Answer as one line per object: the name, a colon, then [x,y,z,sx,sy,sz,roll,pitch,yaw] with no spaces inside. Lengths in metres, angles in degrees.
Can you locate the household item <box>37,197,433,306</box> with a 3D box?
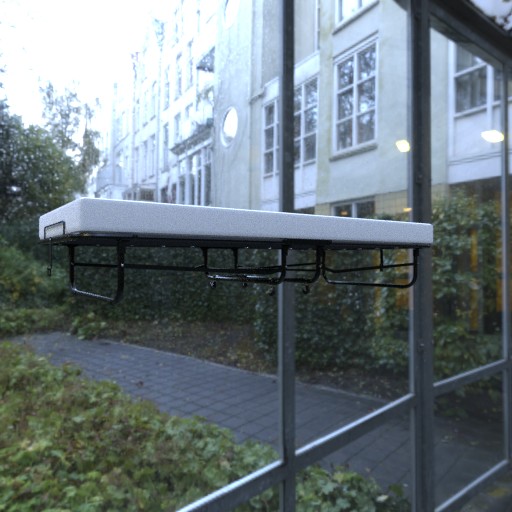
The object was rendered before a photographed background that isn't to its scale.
household item: [0.000,0.000,2.204,1.905,0.356,0.787,0,-1,-35]
